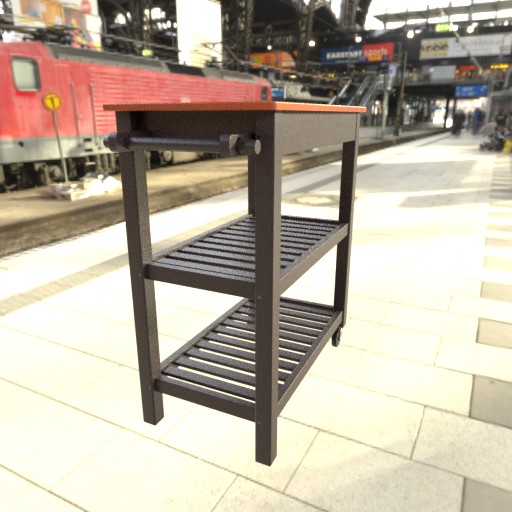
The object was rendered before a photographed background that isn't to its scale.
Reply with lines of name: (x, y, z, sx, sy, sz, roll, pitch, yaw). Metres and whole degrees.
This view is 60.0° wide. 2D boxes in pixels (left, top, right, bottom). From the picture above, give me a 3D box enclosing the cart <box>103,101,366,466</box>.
cart: (0.000, 0.000, 1.443, 0.457, 0.927, 0.899, 8, 19, 24)
